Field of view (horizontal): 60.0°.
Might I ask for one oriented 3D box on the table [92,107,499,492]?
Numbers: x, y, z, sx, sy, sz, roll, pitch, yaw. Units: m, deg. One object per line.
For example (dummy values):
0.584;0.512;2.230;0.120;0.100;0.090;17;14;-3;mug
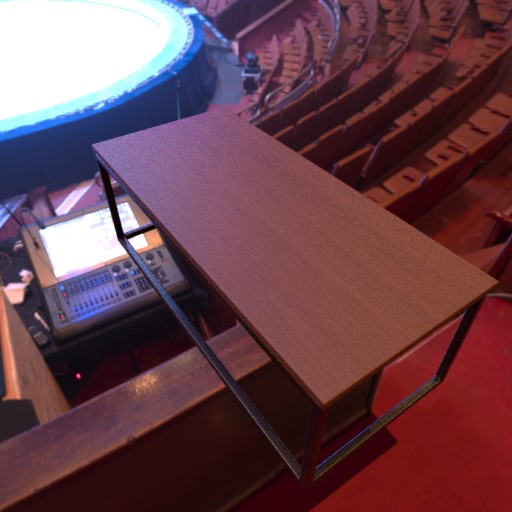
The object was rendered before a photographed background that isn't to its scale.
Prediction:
0.000;0.000;1.309;0.500;0.400;1.100;-25;48;-25;table
